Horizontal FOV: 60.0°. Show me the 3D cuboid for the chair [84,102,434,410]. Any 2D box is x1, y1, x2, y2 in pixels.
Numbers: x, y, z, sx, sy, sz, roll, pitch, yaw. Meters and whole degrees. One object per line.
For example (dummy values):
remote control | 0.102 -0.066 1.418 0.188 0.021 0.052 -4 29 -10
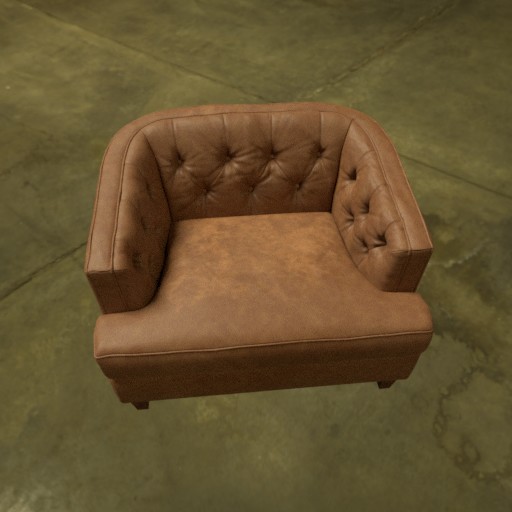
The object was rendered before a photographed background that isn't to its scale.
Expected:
chair | 0.000 0.000 1.738 1.119 0.836 0.911 -4 46 -4
